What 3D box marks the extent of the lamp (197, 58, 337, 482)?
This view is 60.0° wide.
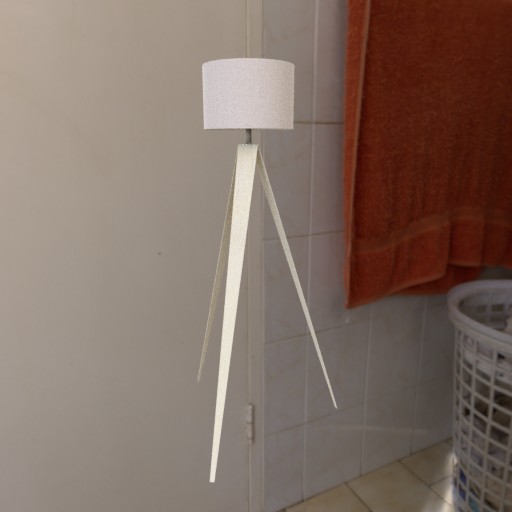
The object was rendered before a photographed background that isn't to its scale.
[{"bbox_3d":[0.000,0.000,1.942,0.716,1.524,0.724,-7,16,-24],"label":"lamp"}]
